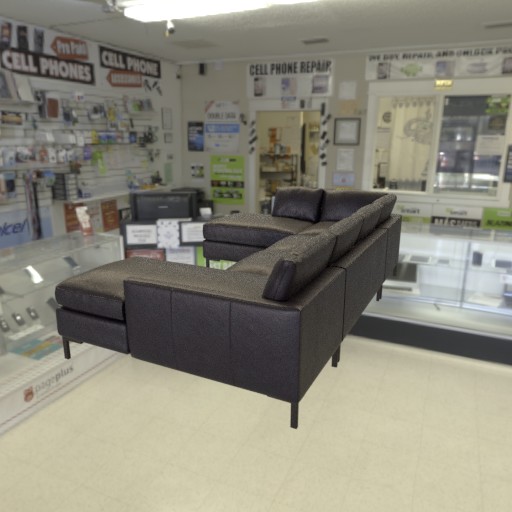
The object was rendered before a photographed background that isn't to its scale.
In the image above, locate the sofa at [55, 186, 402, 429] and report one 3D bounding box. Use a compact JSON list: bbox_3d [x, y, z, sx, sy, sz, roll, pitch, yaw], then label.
[{"bbox_3d":[0.000,0.000,3.770,1.939,0.900,2.956,7,17,26],"label":"sofa"}]
